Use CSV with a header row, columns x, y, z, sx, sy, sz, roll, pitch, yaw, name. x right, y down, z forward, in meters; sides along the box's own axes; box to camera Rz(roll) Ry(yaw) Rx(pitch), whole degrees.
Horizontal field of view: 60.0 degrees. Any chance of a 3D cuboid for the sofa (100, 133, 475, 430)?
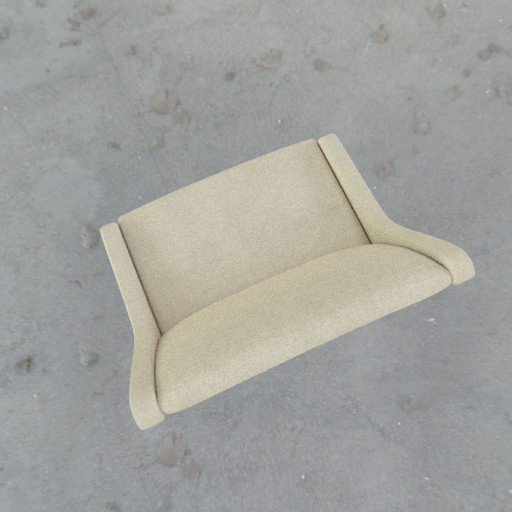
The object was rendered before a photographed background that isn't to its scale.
x,y,z,sx,sy,sz,roll,pitch,yaw,name
0.000,0.000,1.970,1.212,0.976,0.946,-23,77,-6,sofa
